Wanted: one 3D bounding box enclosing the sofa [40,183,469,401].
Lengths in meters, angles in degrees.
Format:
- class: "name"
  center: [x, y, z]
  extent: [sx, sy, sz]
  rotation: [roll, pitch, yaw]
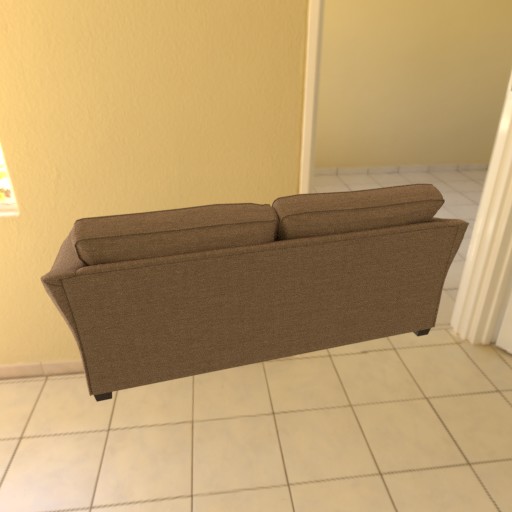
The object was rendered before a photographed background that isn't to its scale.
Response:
- class: "sofa"
  center: [0.000, 0.000, 2.746]
  extent: [2.270, 0.965, 0.980]
  rotation: [-8, 28, -15]
